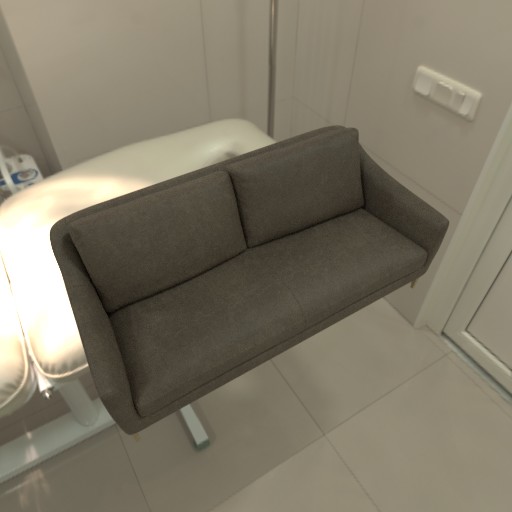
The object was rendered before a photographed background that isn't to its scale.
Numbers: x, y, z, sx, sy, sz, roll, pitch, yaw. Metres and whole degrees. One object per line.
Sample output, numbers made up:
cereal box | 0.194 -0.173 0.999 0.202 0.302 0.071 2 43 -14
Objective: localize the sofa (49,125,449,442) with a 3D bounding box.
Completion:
sofa | 0.000 0.000 2.508 2.036 0.902 0.960 -24 51 -21
